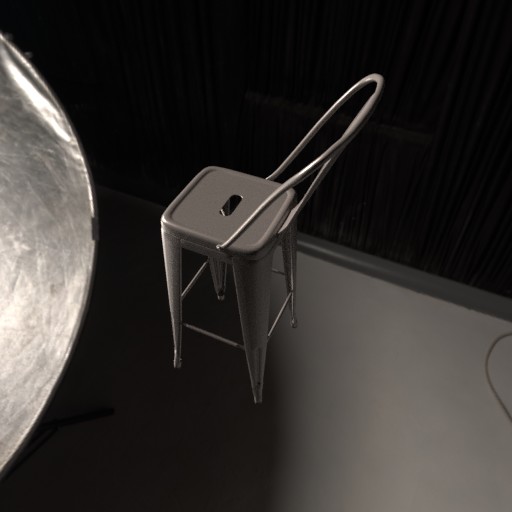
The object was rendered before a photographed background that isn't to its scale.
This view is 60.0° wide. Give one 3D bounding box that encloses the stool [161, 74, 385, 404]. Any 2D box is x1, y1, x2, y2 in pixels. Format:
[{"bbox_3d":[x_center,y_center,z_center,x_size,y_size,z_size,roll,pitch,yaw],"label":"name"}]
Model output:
[{"bbox_3d":[0.000,0.000,1.316,0.513,1.096,0.399,18,50,16],"label":"stool"}]
